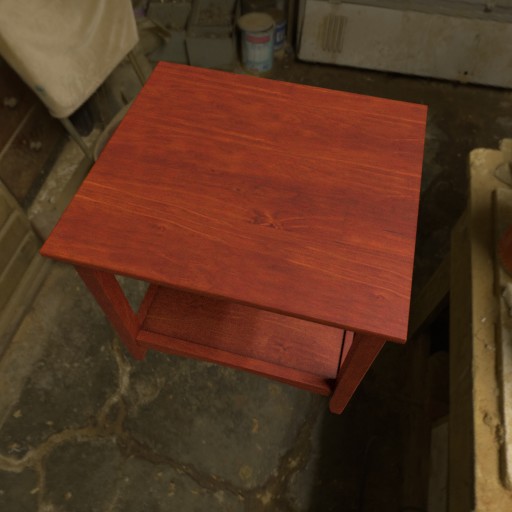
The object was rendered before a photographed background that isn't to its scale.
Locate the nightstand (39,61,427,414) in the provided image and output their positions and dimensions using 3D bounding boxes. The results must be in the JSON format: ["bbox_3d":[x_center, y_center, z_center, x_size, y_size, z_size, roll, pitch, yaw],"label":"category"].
[{"bbox_3d":[0.000,0.000,1.005,0.558,0.558,0.501,13,58,8],"label":"nightstand"}]
